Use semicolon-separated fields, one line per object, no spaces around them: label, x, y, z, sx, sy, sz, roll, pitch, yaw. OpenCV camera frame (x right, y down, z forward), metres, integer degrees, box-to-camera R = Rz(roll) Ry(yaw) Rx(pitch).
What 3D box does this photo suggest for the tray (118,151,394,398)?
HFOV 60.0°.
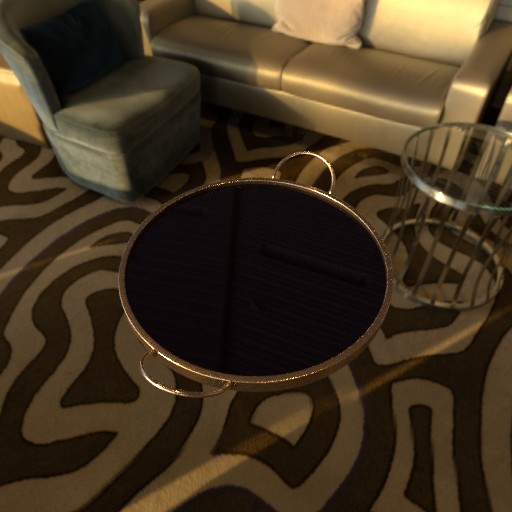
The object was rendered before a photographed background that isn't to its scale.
tray;0.000;0.000;0.717;0.438;0.069;0.543;18;49;16
